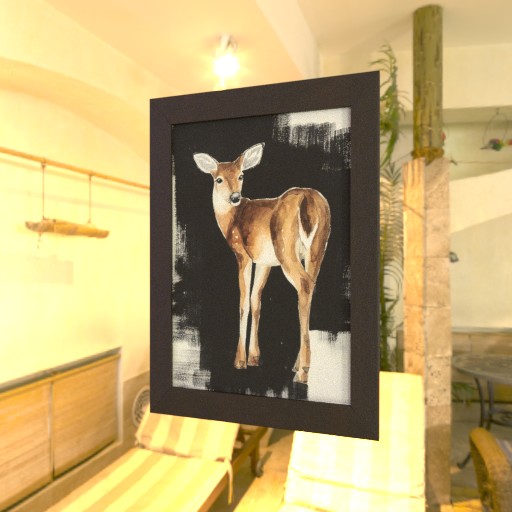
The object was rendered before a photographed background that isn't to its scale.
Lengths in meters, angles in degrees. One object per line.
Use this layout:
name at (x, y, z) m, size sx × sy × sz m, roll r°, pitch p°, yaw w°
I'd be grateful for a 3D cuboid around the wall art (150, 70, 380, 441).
wall art at (0.000, 0.000, 0.667) m, size 0.359 × 0.508 × 0.013 m, roll 0°, pitch 0°, yaw 18°
